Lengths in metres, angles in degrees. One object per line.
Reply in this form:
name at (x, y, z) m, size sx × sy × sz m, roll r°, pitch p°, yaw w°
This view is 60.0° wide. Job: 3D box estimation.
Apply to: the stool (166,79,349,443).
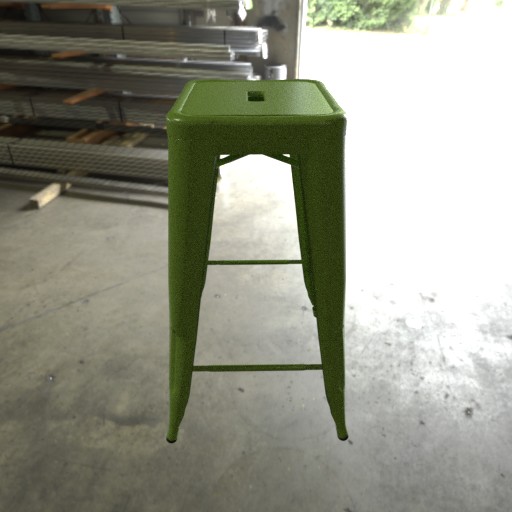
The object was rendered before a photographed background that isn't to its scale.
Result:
stool at (0.000, 0.000, 0.870) m, size 0.358 × 0.609 × 0.398 m, roll 0°, pitch 32°, yaw -1°
